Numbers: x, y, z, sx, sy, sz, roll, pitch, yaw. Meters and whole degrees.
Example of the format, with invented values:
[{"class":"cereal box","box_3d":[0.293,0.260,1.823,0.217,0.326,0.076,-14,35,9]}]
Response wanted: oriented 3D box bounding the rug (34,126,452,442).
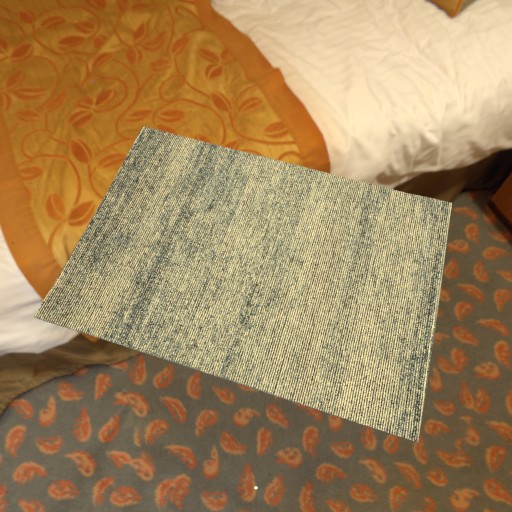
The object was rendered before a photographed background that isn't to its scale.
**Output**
[{"class":"rug","box_3d":[0.000,0.000,2.886,2.349,0.030,1.624,16,64,8]}]
